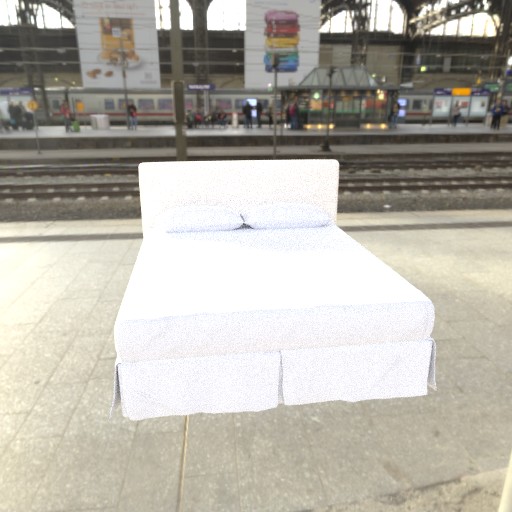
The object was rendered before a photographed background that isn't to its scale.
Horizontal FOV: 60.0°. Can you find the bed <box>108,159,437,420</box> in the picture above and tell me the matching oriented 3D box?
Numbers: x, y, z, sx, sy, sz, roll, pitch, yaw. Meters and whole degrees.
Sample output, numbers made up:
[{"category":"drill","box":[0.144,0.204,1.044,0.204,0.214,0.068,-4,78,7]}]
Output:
[{"category":"bed","box":[0.000,0.000,3.664,2.119,1.317,2.341,-3,18,-8]}]
